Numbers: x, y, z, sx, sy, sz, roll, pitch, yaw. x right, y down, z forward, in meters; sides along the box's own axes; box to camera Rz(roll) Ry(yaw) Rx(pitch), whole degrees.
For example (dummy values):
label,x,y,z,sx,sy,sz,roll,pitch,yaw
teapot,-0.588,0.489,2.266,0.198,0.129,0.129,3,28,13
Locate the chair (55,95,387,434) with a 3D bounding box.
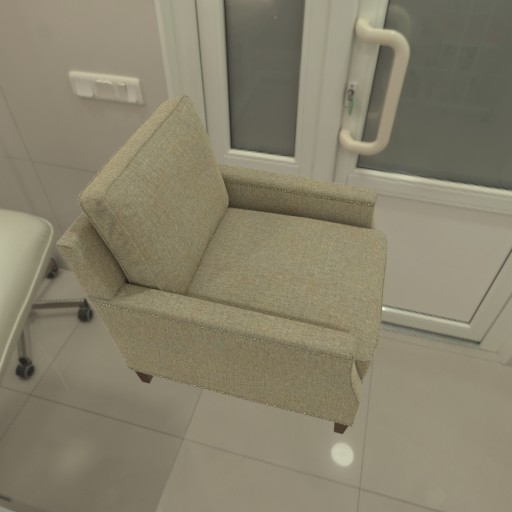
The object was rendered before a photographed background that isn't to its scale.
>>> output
label,x,y,z,sx,sy,sz,roll,pitch,yaw
chair,0.000,0.000,1.733,1.014,0.943,0.853,11,47,11
